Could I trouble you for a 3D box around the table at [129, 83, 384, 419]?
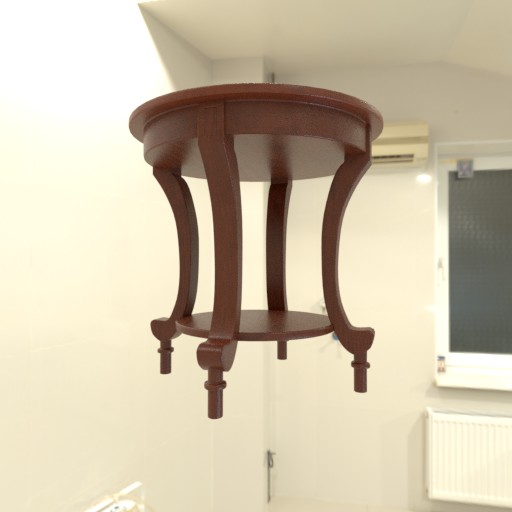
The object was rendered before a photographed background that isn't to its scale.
[{"bbox_3d":[0.000,0.000,1.080,0.597,0.612,0.597,0,0,0],"label":"table"}]
